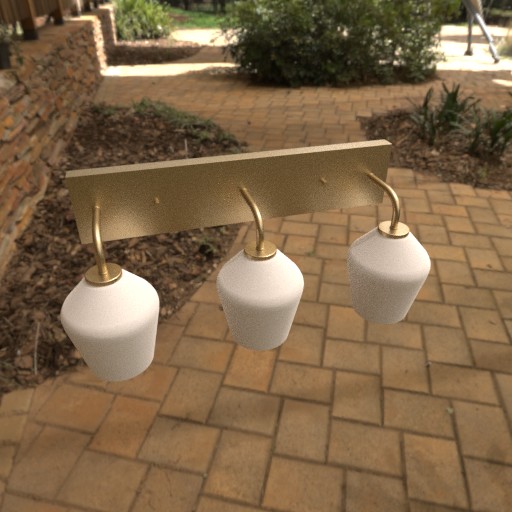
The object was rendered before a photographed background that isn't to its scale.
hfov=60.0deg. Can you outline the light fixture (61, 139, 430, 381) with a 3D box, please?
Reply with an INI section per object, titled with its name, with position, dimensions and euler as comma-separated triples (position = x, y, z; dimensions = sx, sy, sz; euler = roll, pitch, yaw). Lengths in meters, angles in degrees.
[light fixture]
position = 0.000, 0.000, 0.722
dimensions = 0.609, 0.280, 0.190
euler = -9, 33, -14
